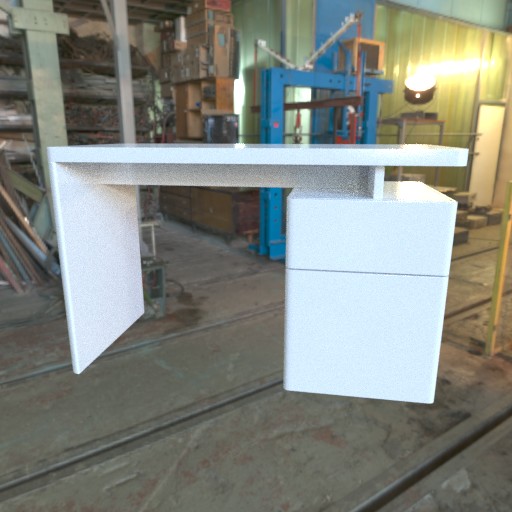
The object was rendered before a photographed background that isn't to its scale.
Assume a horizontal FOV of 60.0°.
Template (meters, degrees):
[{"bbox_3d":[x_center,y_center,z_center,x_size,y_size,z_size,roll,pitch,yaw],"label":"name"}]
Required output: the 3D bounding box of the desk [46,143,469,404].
[{"bbox_3d":[0.000,0.000,1.573,1.200,0.760,0.550,3,16,9],"label":"desk"}]
